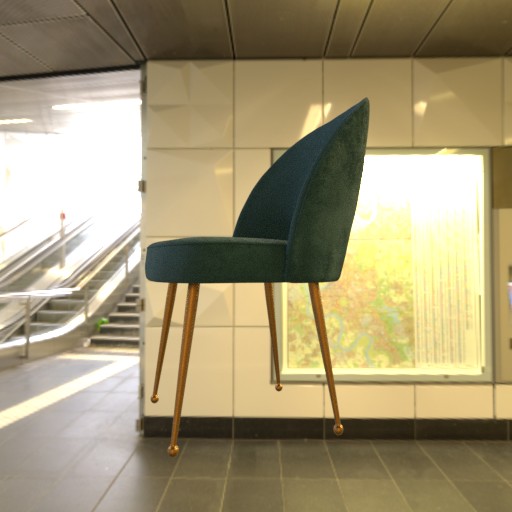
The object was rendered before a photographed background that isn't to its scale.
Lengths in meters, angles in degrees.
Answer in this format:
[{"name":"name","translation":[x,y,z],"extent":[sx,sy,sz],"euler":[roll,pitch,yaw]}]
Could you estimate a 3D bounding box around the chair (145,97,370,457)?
[{"name":"chair","translation":[0.000,0.000,1.207],"extent":[0.577,0.860,0.527],"euler":[0,-1,-18]}]
